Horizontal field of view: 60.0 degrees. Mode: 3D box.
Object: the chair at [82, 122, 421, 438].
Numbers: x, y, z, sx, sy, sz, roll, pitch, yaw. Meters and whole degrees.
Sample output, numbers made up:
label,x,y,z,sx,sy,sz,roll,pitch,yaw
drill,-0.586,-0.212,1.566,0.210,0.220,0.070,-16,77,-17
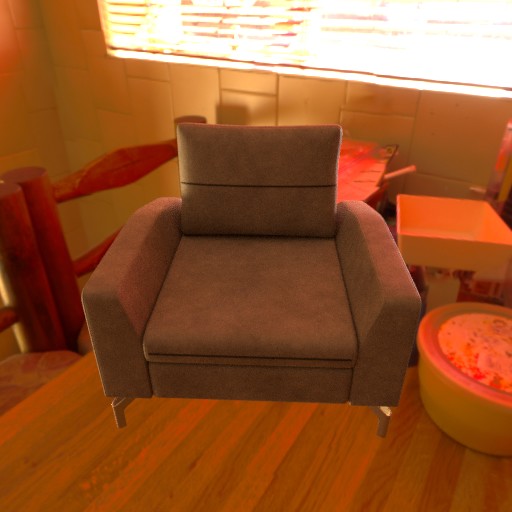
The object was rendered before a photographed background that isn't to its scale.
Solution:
label,x,y,z,sx,sy,sz,roll,pitch,yaw
chair,0.000,0.000,1.578,0.900,0.800,0.900,1,31,2
